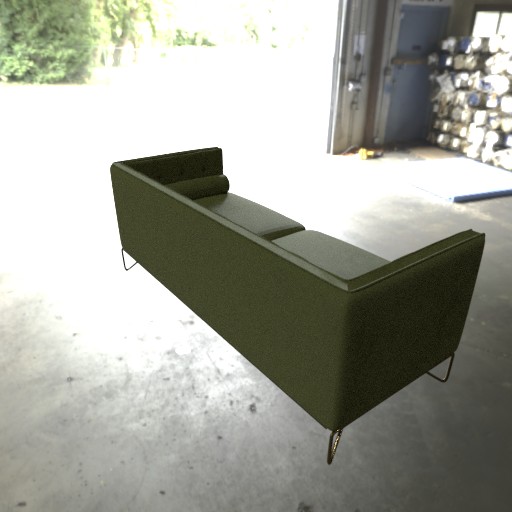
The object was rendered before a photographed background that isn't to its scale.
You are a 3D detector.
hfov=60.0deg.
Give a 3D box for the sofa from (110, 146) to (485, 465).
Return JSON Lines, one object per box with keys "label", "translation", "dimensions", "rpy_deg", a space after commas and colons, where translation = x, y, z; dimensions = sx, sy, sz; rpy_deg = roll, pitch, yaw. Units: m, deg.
{"label": "sofa", "translation": [0.000, 0.000, 2.502], "dimensions": [0.867, 0.789, 2.087], "rpy_deg": [-18, 32, -33]}
